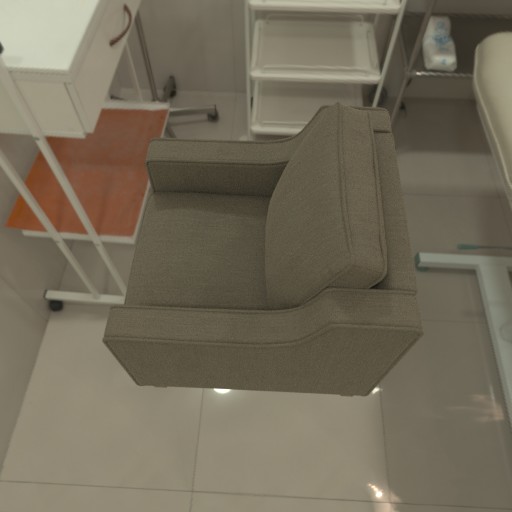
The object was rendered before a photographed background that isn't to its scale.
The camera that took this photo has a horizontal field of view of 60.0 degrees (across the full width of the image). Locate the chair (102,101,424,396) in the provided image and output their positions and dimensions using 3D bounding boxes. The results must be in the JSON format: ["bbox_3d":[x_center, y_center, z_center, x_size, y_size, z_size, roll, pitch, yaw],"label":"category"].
[{"bbox_3d":[0.000,0.000,1.641,0.909,0.960,0.831,2,59,1],"label":"chair"}]
